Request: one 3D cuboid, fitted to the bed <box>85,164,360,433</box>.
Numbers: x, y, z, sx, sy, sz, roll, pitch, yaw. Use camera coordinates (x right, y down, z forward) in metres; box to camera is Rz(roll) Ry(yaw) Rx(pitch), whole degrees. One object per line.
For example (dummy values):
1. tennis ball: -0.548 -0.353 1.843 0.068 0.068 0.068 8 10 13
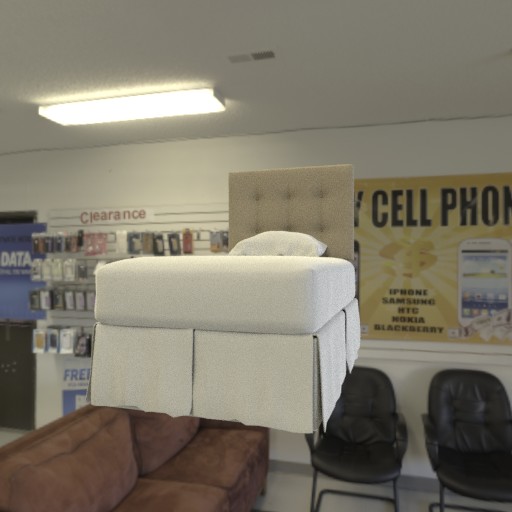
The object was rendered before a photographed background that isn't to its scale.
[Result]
1. bed: 0.000 0.000 3.035 1.261 1.571 1.997 0 0 18
